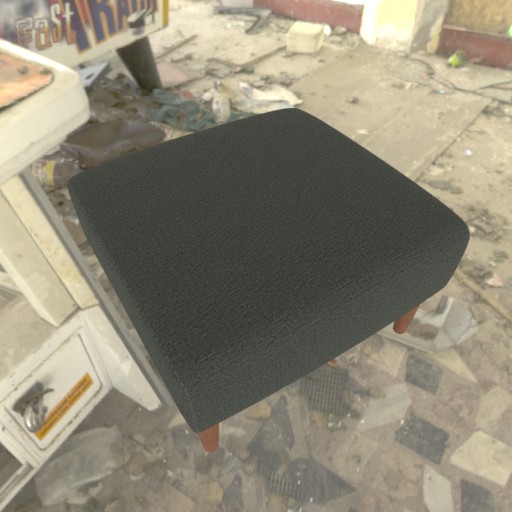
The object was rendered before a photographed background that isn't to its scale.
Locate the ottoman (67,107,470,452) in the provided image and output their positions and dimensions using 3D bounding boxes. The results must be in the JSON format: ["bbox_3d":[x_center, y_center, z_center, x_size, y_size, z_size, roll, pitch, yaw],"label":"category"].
[{"bbox_3d":[0.000,0.000,1.054,0.650,0.398,0.649,-24,50,-22],"label":"ottoman"}]
